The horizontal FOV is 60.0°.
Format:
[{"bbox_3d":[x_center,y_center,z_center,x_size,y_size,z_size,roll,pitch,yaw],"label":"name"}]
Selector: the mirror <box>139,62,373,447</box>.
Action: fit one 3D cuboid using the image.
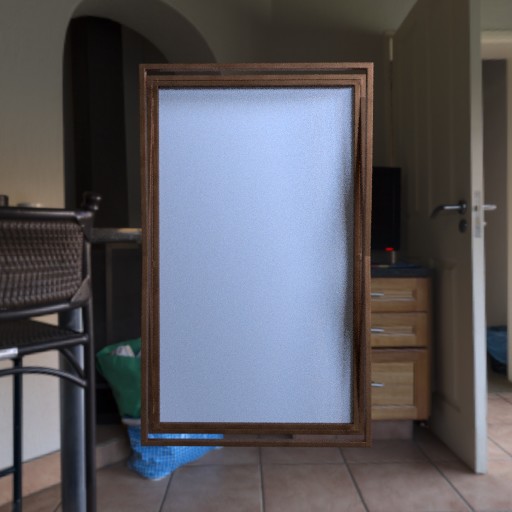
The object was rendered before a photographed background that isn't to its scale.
[{"bbox_3d":[0.000,0.000,0.924,0.468,0.768,0.082,0,1,1],"label":"mirror"}]
